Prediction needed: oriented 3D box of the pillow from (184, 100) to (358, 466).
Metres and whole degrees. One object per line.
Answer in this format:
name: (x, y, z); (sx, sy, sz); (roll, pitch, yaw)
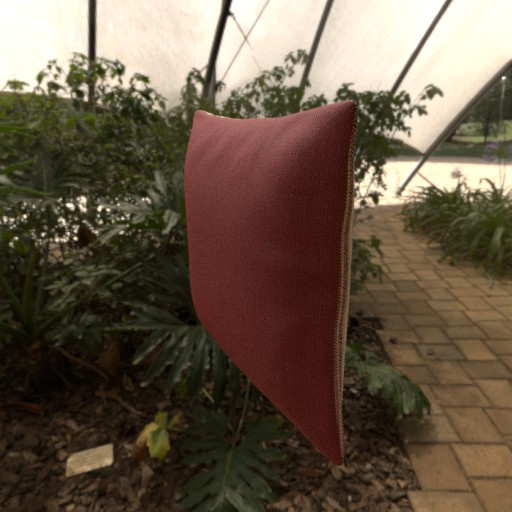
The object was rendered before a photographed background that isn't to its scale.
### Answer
pillow: (0.000, 0.000, 0.777); (0.166, 0.497, 0.513); (-9, 19, -26)
